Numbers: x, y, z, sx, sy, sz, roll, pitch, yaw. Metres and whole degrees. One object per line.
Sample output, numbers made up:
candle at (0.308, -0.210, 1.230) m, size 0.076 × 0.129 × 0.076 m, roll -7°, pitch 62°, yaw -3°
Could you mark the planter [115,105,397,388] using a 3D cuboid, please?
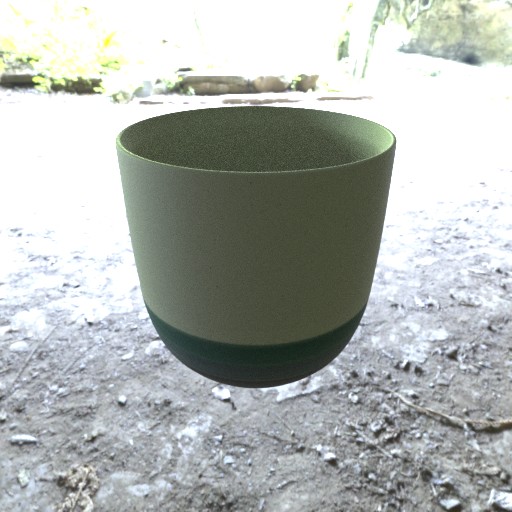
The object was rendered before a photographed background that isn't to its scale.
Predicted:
planter at (0.000, 0.000, 0.382) m, size 0.204 × 0.214 × 0.204 m, roll 0°, pitch 29°, yaw 0°
